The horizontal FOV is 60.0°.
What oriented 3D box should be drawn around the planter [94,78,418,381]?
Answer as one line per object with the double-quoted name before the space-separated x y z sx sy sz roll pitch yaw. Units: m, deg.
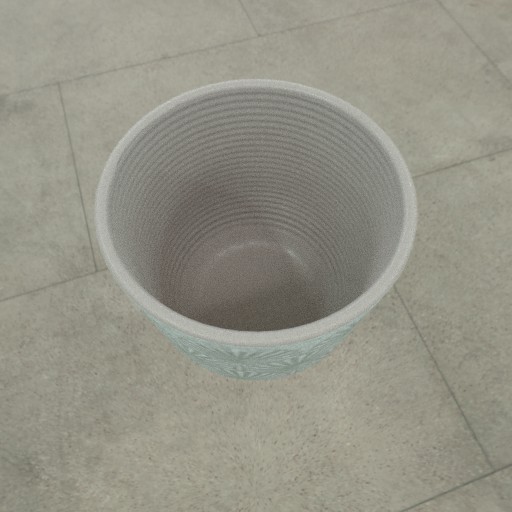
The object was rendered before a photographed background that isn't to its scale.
"planter" 0.000 0.000 0.300 0.170 0.152 0.170 0 62 0
